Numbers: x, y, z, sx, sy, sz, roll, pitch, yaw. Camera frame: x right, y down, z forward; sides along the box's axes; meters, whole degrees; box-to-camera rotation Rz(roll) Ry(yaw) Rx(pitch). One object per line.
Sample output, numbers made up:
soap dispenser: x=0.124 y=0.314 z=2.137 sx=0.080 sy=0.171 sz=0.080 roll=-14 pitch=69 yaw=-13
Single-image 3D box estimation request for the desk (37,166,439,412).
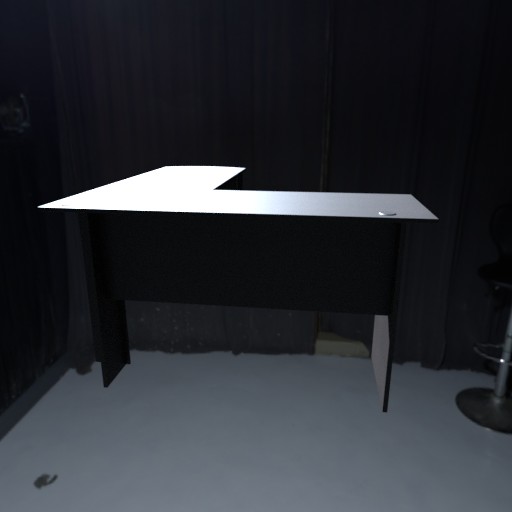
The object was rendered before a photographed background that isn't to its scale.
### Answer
desk: x=0.000 y=0.000 z=2.164 sx=1.303 sy=0.716 sz=1.361 roll=2 pitch=18 yaw=8
